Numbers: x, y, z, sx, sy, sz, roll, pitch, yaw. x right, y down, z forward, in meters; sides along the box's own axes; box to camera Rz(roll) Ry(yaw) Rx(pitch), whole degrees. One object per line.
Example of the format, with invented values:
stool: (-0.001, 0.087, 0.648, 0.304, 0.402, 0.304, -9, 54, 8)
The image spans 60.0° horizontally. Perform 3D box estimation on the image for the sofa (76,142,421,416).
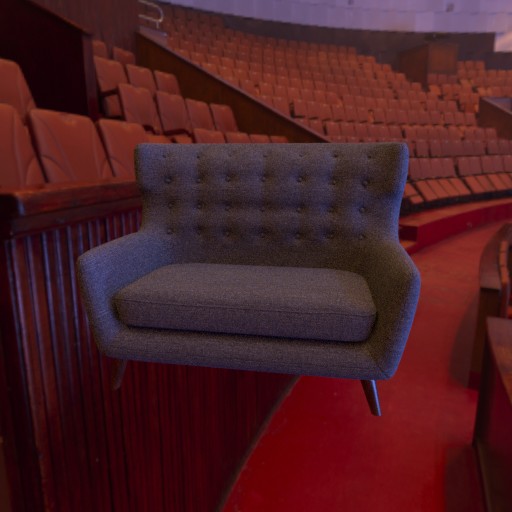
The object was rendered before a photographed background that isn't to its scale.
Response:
sofa: (0.000, 0.000, 2.050, 1.358, 1.028, 0.874, 2, 13, 10)
